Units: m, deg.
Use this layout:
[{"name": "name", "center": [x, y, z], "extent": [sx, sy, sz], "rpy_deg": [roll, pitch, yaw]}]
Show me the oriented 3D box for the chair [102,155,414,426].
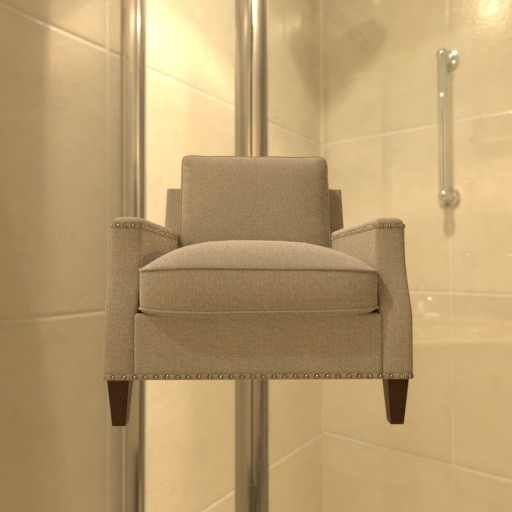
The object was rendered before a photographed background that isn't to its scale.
[{"name": "chair", "center": [0.000, 0.000, 1.678], "extent": [0.853, 0.943, 1.014], "rpy_deg": [0, -1, -1]}]
